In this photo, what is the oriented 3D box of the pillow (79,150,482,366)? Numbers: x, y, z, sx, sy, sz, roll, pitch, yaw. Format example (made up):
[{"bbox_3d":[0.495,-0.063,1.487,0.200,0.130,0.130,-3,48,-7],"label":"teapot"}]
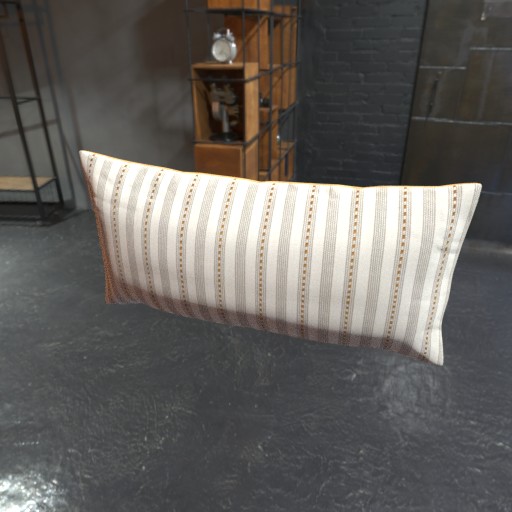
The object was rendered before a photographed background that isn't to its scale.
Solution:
[{"bbox_3d":[0.000,0.000,0.706,0.608,0.291,0.151,8,28,15],"label":"pillow"}]
